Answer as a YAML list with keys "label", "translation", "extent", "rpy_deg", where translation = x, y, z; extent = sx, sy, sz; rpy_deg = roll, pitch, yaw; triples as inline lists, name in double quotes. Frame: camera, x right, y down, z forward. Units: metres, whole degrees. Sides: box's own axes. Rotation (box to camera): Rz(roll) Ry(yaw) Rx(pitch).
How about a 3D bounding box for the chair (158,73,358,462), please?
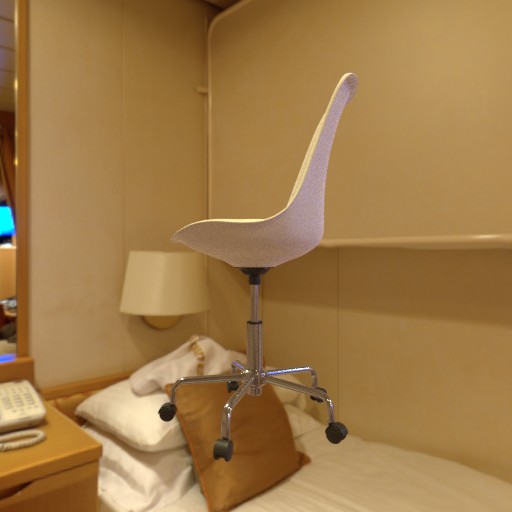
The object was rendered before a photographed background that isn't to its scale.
- label: "chair"
  translation: [0.000, 0.000, 1.257]
  extent: [0.550, 0.930, 0.550]
  rpy_deg: [0, 0, 0]
